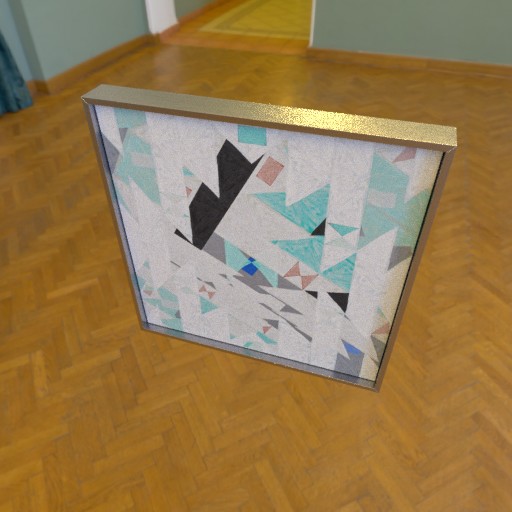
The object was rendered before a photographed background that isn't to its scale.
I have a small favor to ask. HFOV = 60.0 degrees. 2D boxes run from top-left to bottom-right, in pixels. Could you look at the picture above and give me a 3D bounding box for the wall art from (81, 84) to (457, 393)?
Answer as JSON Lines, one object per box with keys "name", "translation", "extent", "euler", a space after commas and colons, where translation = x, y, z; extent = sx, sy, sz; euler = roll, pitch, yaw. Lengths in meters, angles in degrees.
{"name": "wall art", "translation": [0.000, 0.000, 0.521], "extent": [0.350, 0.350, 0.038], "euler": [12, 41, 13]}
